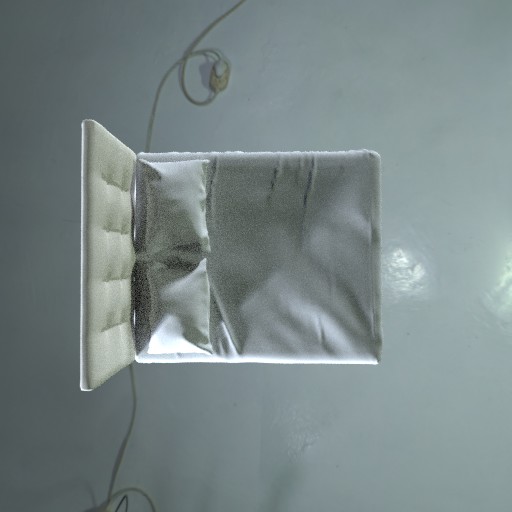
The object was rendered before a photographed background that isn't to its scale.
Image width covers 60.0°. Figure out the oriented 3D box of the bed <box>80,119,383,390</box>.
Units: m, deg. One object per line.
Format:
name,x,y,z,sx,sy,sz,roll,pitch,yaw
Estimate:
bed,0.000,0.000,3.392,2.222,1.577,1.936,0,89,2
